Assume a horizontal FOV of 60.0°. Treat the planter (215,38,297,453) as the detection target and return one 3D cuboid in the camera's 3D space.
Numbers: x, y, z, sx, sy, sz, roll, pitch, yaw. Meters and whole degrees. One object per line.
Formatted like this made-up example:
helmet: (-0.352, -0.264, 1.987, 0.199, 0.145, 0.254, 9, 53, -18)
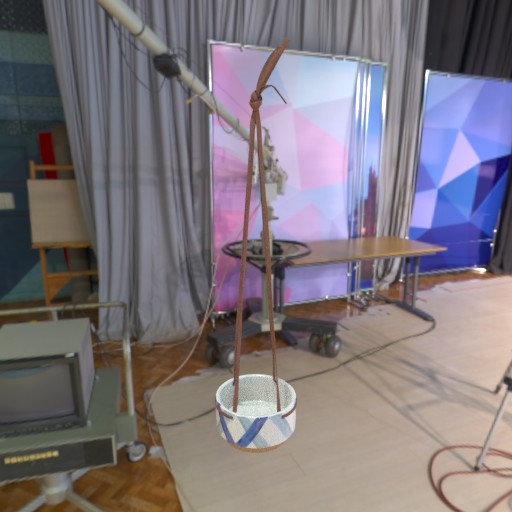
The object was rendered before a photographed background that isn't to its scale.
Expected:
planter: (0.000, 0.000, 0.826, 0.166, 0.751, 0.166, 8, 16, 28)
